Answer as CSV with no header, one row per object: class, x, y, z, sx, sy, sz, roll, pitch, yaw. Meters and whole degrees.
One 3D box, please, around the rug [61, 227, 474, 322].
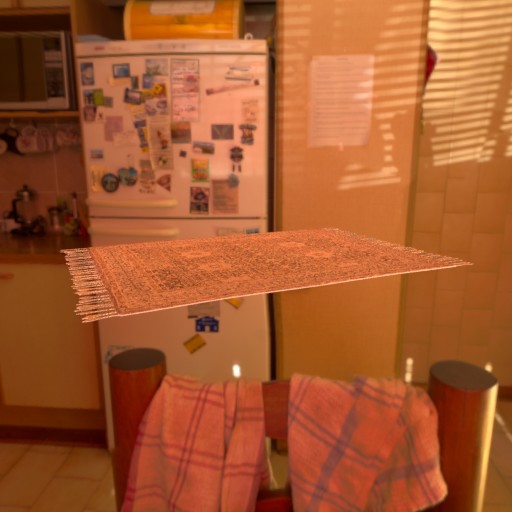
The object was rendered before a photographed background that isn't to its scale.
rug,0.000,0.000,3.102,2.465,0.023,1.619,-6,14,-25
